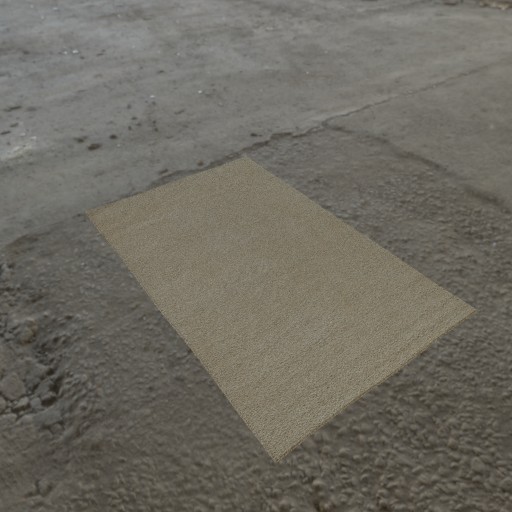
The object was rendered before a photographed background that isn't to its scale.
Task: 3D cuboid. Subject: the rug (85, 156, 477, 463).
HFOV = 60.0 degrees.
[{"bbox_3d":[0.000,0.000,2.990,1.500,0.025,2.346,-25,47,-27],"label":"rug"}]
